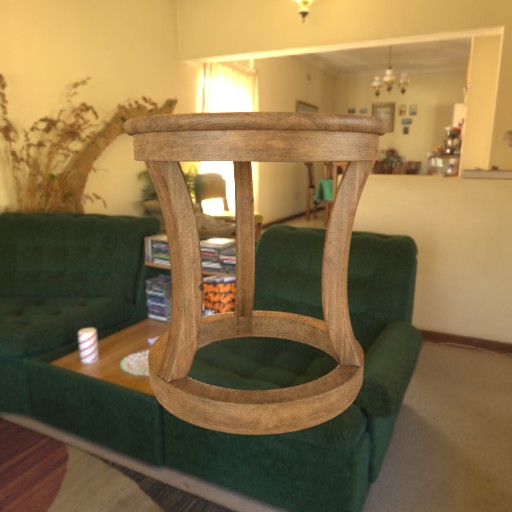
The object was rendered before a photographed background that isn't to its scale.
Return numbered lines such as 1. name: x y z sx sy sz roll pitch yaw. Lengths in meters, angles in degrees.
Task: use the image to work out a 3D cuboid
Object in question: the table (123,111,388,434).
1. table: 0.000 0.000 0.801 0.432 0.460 0.432 0 13 0
